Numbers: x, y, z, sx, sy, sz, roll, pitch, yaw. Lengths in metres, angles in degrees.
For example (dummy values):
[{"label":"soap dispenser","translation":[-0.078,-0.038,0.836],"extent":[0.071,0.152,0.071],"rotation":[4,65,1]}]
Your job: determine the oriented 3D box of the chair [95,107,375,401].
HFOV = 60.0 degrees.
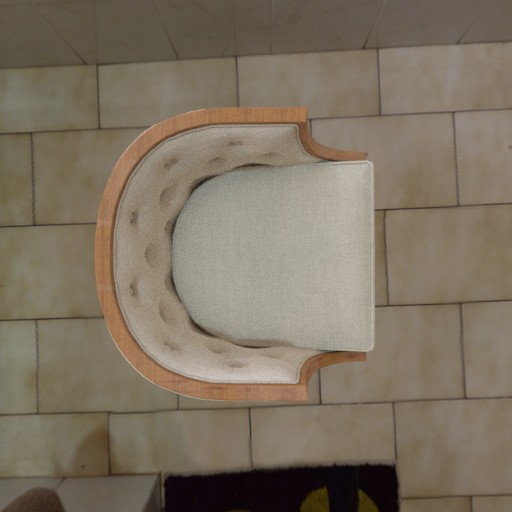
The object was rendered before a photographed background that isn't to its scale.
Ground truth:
[{"label":"chair","translation":[0.000,0.000,1.411],"extent":[0.757,0.775,0.711],"rotation":[0,89,1]}]
